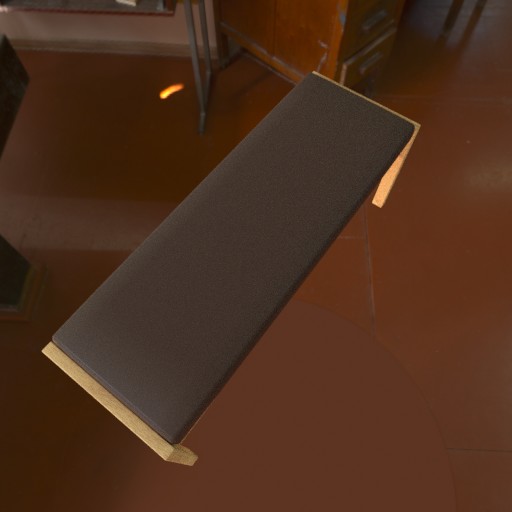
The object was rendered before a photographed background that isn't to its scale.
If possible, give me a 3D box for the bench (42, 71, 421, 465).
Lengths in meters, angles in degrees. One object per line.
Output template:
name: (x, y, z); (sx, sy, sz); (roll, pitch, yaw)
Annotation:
bench: (0.000, 0.000, 1.419); (0.405, 0.480, 1.200); (34, 68, 16)
